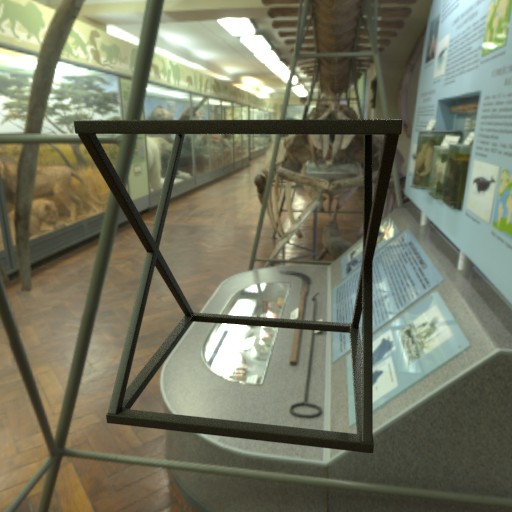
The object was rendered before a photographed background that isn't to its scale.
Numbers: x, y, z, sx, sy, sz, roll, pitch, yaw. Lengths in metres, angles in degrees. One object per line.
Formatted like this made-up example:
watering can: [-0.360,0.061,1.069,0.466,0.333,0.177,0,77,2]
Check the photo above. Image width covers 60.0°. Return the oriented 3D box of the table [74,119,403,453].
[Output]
table: [0.000,0.000,0.974,0.500,0.565,0.500,3,16,9]
